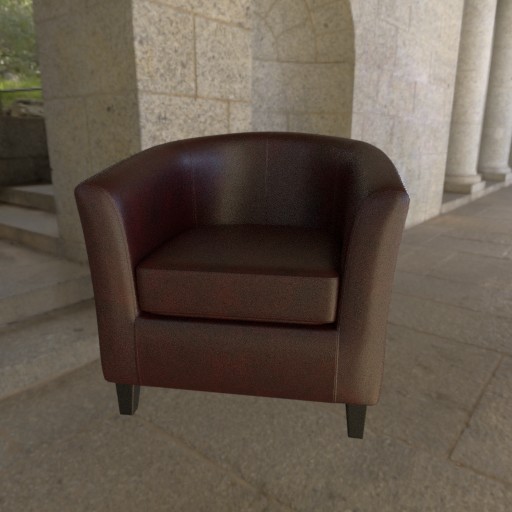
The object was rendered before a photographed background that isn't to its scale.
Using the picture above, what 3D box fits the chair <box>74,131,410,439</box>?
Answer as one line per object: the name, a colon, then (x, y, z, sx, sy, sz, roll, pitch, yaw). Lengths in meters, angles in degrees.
chair: (0.000, 0.000, 1.389, 0.792, 0.756, 0.727, 2, 15, 9)
